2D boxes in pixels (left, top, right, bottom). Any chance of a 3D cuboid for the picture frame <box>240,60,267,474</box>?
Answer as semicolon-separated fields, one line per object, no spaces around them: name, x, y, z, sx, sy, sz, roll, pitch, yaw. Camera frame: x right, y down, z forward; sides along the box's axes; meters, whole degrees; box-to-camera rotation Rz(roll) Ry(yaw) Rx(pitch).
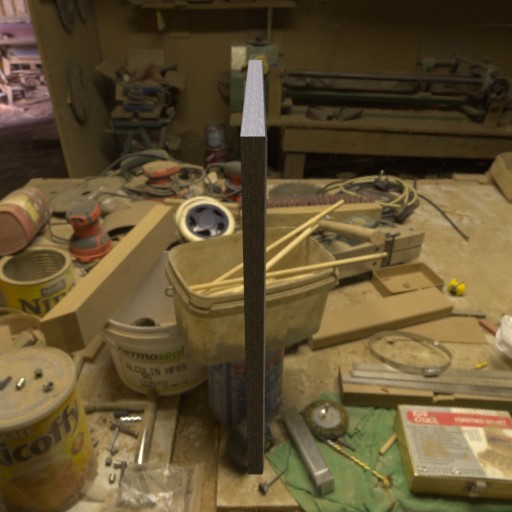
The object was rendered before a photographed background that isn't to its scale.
picture frame;0.000;0.000;0.767;0.029;0.559;0.454;0;32;0
